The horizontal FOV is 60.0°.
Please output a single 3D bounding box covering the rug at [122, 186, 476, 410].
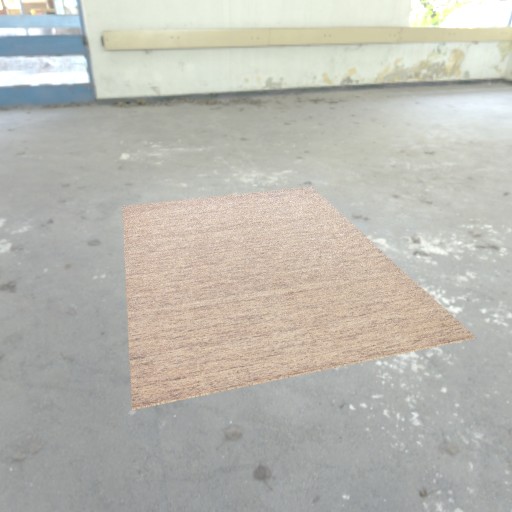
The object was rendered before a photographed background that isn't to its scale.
[{"bbox_3d":[0.000,0.000,4.286,2.448,0.013,3.205,-8,30,-14],"label":"rug"}]
